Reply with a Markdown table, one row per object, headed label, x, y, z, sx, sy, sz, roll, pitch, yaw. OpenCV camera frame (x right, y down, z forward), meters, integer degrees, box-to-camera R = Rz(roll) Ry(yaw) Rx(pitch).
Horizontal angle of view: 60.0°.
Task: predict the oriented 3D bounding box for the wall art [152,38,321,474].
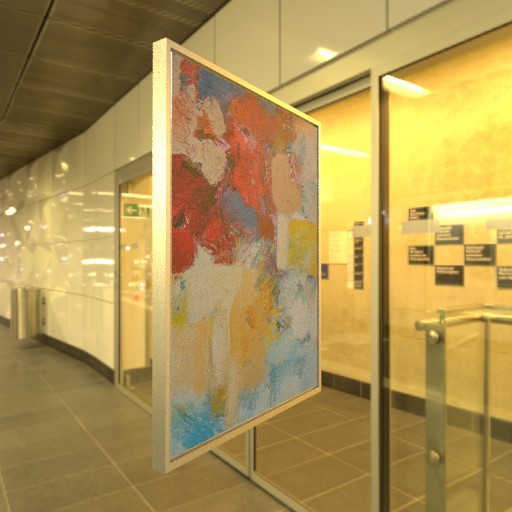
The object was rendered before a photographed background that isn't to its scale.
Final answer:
| label | x | y | z | sx | sy | sz | roll | pitch | yaw |
| --- | --- | --- | --- | --- | --- | --- | --- | --- | --- |
| wall art | 0.000 | 0.000 | 0.766 | 0.025 | 0.569 | 0.444 | 0 | 0 | 35 |
